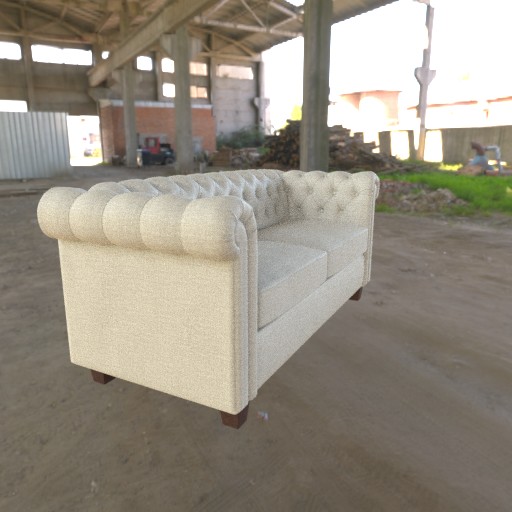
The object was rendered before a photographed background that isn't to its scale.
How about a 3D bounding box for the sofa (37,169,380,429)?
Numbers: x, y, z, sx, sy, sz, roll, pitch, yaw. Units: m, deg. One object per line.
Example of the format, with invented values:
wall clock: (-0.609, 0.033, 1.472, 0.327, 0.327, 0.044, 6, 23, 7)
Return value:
sofa: (0.000, 0.000, 2.196, 0.783, 0.797, 1.798, 7, 15, 27)
